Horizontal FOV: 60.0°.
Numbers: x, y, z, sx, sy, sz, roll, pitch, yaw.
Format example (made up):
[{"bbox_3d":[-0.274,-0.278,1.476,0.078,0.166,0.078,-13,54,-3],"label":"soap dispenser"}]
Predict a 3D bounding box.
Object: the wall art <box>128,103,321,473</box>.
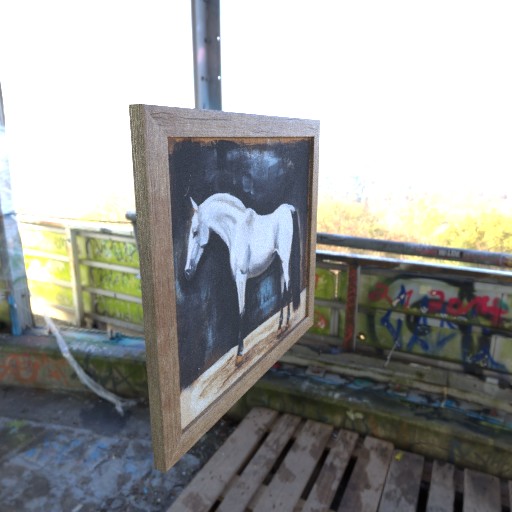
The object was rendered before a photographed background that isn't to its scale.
[{"bbox_3d":[0.000,0.000,0.965,0.026,0.588,0.690,8,17,27],"label":"wall art"}]
